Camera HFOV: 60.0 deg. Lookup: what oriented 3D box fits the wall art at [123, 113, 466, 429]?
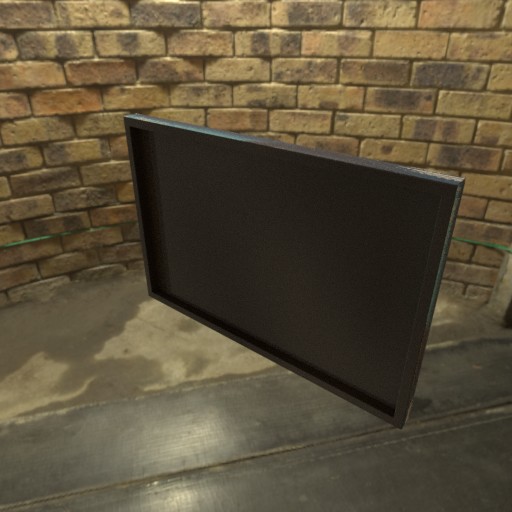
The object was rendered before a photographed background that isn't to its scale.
[{"bbox_3d":[0.000,0.000,0.777,0.609,0.406,0.033,21,35,33],"label":"wall art"}]
